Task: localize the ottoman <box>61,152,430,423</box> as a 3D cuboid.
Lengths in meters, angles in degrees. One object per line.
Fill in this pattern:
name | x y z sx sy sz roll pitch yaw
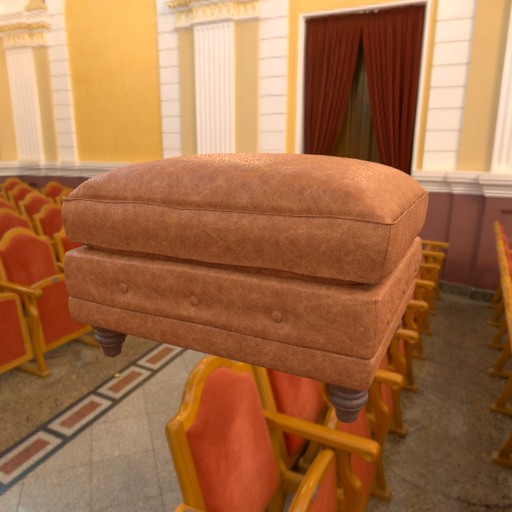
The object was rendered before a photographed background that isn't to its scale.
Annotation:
ottoman | 0.000 0.000 1.061 0.710 0.480 0.533 7 16 26
